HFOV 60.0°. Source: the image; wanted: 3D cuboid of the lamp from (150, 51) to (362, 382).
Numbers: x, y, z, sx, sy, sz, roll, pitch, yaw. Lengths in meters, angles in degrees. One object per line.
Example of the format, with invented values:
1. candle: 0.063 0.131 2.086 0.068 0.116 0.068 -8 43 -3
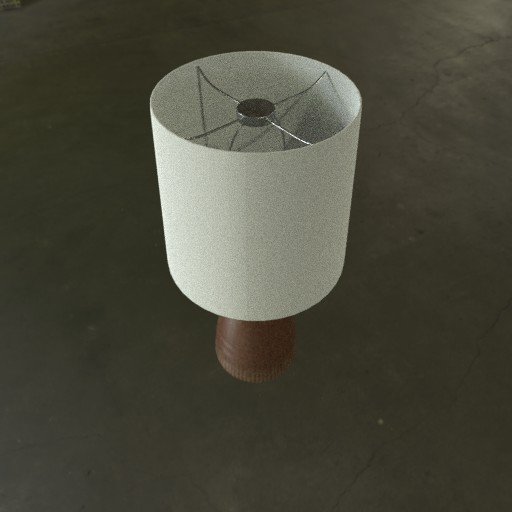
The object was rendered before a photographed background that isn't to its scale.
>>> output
1. lamp: 0.000 0.000 0.481 0.186 0.369 0.186 0 47 0
